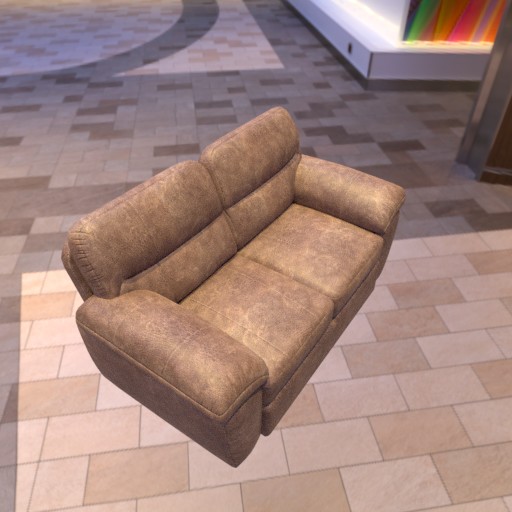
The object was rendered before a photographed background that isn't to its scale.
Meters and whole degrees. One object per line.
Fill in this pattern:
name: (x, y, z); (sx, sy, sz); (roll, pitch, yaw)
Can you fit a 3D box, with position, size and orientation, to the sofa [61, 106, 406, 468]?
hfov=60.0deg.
sofa: (0.000, 0.000, 2.338); (0.991, 0.991, 1.753); (25, 46, 26)
